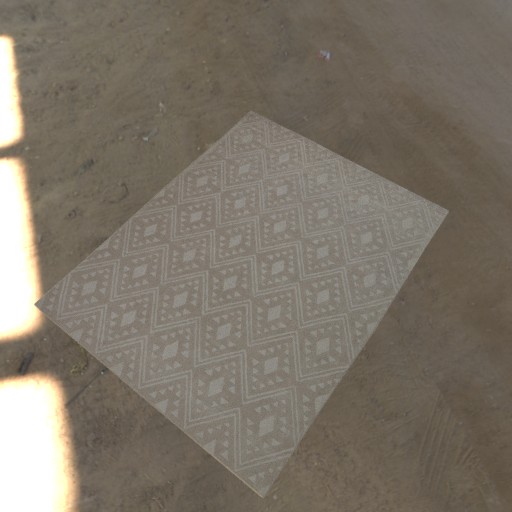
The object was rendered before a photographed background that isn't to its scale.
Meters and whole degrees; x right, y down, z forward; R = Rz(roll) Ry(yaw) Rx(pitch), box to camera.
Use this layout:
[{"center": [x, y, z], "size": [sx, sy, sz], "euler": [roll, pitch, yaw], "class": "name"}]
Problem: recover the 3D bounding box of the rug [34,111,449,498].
[{"center": [0.000, 0.000, 3.978], "size": [2.399, 0.054, 3.011], "euler": [32, 63, 18], "class": "rug"}]
